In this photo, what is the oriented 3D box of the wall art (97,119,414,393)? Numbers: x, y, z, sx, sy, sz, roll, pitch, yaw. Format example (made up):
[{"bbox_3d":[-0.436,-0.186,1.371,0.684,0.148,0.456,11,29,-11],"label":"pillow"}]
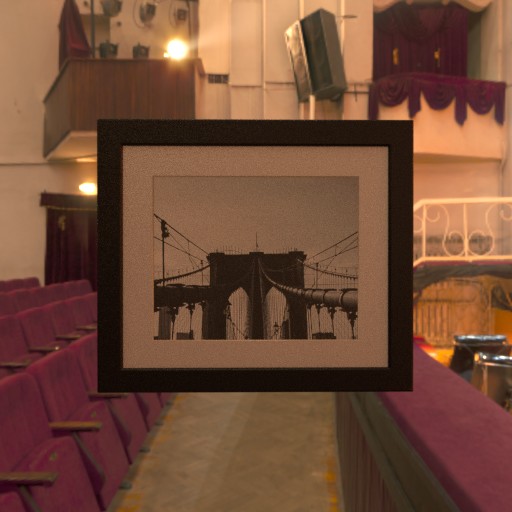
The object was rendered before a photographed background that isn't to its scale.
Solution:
[{"bbox_3d":[0.000,0.000,0.739,0.521,0.450,0.018,0,0,-1],"label":"wall art"}]
